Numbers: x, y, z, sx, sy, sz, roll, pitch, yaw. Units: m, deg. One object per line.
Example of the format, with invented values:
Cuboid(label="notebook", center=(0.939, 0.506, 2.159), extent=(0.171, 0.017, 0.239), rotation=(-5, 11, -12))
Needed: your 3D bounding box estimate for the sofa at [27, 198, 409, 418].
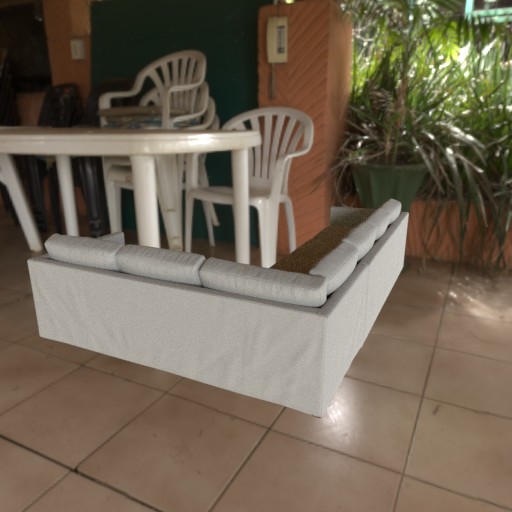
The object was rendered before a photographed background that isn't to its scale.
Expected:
Cuboid(label="sofa", center=(0.000, 0.000, 4.364), extent=(2.432, 0.871, 3.182), rotation=(8, 19, 24))
